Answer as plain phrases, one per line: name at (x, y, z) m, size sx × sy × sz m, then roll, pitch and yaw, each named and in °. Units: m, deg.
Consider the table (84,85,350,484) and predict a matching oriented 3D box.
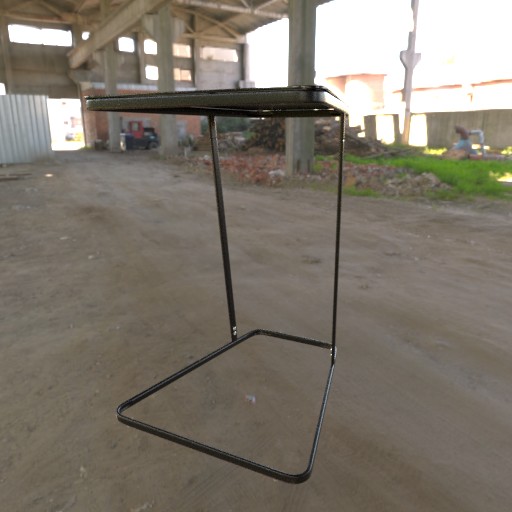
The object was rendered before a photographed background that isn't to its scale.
table at (0.000, 0.000, 0.946) m, size 0.427 × 0.624 × 0.500 m, roll 7°, pitch 17°, yaw 25°
